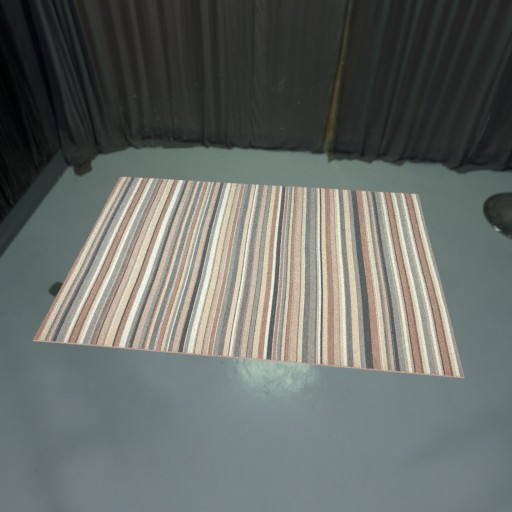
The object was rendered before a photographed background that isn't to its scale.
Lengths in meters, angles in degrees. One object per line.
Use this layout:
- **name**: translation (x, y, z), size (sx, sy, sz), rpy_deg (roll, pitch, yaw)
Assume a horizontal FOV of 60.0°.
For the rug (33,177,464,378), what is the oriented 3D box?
- **rug**: translation (0.000, 0.000, 2.288), size (1.829, 0.008, 1.219), rpy_deg (4, 46, 4)
